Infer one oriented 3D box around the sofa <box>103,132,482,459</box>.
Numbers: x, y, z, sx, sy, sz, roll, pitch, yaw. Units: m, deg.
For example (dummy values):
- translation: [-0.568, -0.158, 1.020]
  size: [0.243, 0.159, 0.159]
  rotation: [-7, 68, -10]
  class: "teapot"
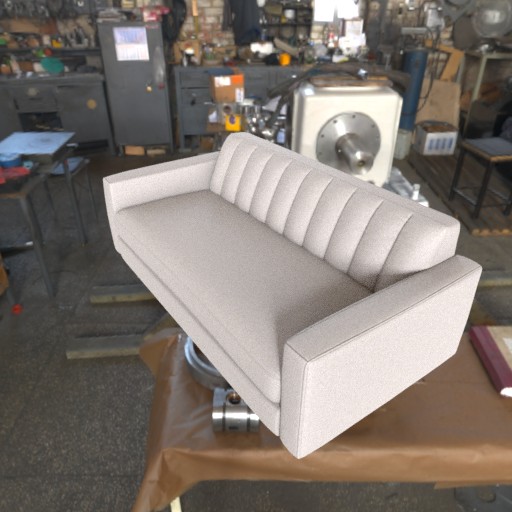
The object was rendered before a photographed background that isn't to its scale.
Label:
- translation: [0.000, 0.000, 2.335]
  size: [0.969, 0.814, 1.895]
  rotation: [-20, 37, -29]
  class: "sofa"
